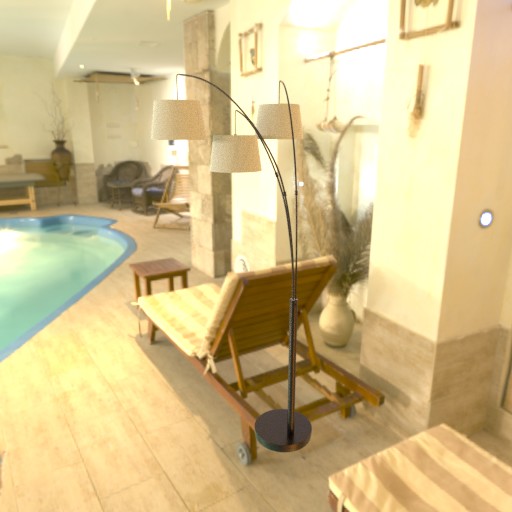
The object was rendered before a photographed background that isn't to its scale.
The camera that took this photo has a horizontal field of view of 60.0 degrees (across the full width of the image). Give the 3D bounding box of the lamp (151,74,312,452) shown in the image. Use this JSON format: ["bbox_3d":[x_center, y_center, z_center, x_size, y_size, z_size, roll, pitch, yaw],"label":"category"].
[{"bbox_3d":[0.000,0.000,2.513,0.951,1.950,0.924,-8,17,-27],"label":"lamp"}]
